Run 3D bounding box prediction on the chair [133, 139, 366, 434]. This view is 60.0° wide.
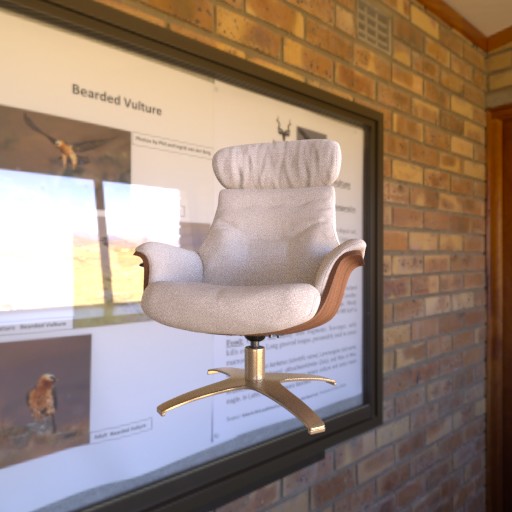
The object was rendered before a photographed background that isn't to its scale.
[{"bbox_3d":[0.000,0.000,1.593,0.785,0.995,0.837,0,0,17],"label":"chair"}]
